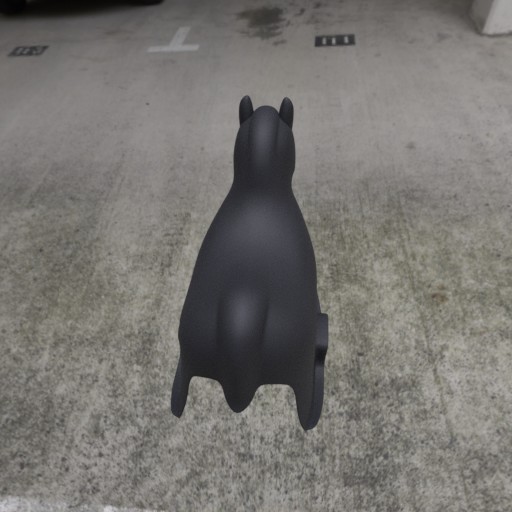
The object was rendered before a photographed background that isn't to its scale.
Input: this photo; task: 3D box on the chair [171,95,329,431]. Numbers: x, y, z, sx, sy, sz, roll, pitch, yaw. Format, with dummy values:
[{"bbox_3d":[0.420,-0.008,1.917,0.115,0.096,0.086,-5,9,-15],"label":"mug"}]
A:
[{"bbox_3d":[0.000,0.000,1.162,0.429,0.612,0.800,4,47,4],"label":"chair"}]
